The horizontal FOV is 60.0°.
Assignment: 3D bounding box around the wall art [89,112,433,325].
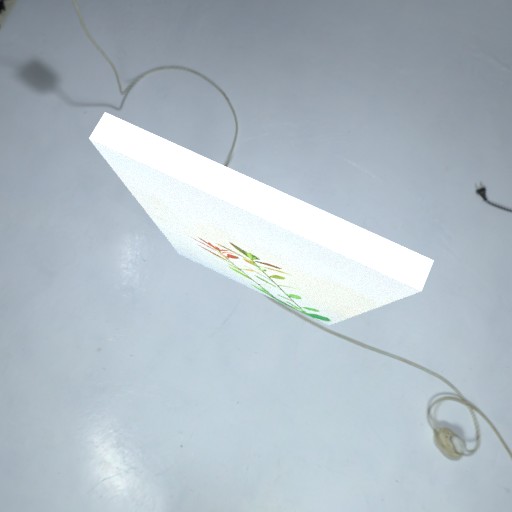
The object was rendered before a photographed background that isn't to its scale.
[{"bbox_3d":[0.000,0.000,0.792,0.408,0.611,0.038,25,79,5],"label":"wall art"}]
